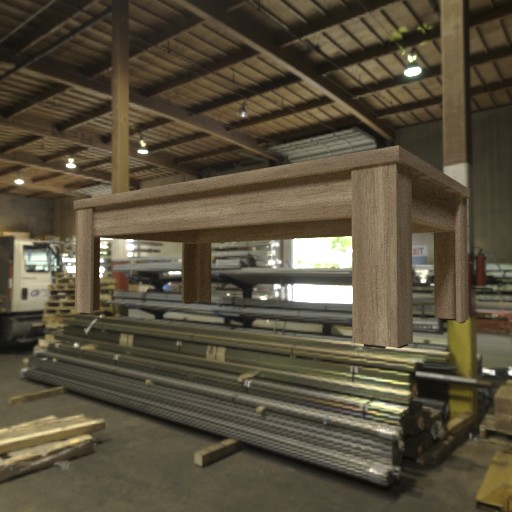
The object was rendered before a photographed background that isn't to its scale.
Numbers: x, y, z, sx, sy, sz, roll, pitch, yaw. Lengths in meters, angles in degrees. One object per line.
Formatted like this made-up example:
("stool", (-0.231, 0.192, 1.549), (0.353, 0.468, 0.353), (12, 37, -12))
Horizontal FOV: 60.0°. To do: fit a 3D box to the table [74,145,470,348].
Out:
("table", (0.000, 0.000, 1.678), (1.350, 0.460, 0.700), (-1, -2, 38))
